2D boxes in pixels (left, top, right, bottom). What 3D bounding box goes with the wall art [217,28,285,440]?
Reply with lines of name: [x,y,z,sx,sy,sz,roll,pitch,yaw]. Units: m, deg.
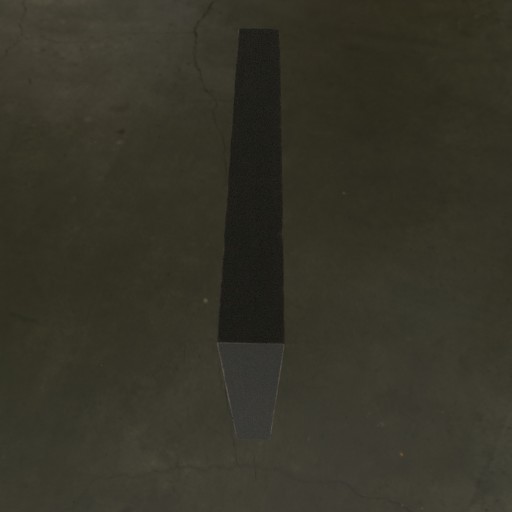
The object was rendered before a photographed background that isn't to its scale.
wall art: [0.000,0.000,0.458,0.038,0.305,0.305,1,58,1]
